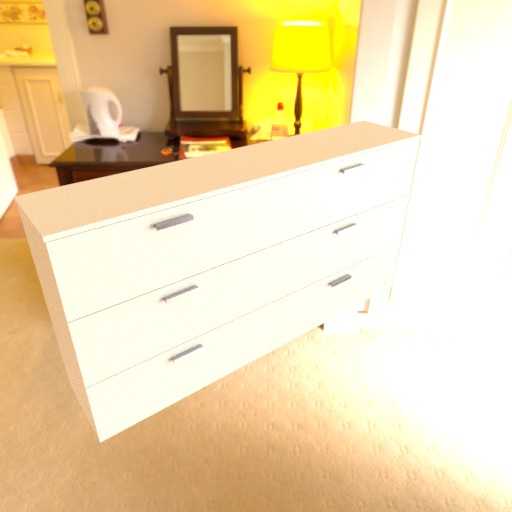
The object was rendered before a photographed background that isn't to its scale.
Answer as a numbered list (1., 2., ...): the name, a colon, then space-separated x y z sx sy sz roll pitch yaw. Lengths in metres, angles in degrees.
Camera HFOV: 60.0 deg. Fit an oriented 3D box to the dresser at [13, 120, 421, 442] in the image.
1. dresser: 0.000 0.000 1.786 1.535 0.790 0.333 -21 36 -31
